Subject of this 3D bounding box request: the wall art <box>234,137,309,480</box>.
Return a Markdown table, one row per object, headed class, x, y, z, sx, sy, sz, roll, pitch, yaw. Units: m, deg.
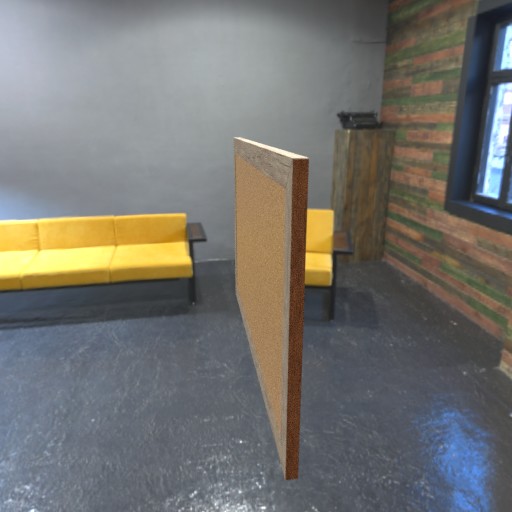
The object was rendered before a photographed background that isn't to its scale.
| class | x | y | z | sx | sy | sz | roll | pitch | yaw |
| --- | --- | --- | --- | --- | --- | --- | --- | --- | --- |
| wall art | 0.000 | 0.000 | 0.975 | 0.021 | 0.480 | 0.780 | -2 | 17 | -8 |
